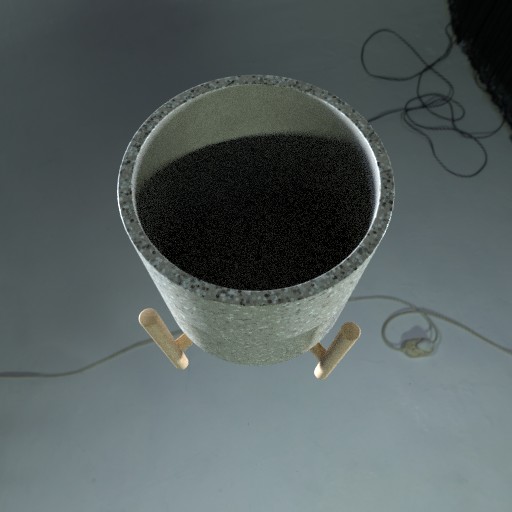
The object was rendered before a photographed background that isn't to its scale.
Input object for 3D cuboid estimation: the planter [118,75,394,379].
[{"bbox_3d":[0.000,0.000,0.678,0.360,0.419,0.360,-17,66,-8],"label":"planter"}]
